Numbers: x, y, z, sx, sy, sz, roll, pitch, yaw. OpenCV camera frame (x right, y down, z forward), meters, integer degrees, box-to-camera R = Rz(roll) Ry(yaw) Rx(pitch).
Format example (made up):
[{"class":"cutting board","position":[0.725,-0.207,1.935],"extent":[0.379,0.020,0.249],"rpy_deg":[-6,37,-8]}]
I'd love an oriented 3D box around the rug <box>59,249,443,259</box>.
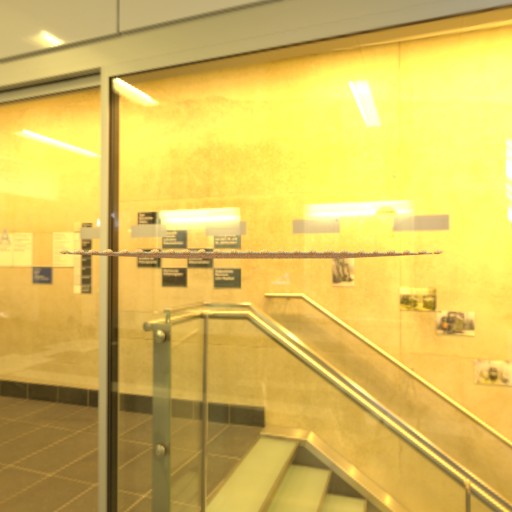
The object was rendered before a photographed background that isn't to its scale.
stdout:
[{"class":"rug","position":[0.000,0.000,2.988],"extent":[1.556,0.022,2.433],"rpy_deg":[0,-1,1]}]
